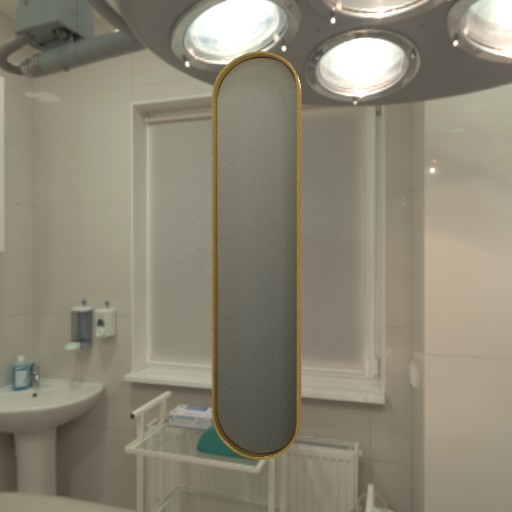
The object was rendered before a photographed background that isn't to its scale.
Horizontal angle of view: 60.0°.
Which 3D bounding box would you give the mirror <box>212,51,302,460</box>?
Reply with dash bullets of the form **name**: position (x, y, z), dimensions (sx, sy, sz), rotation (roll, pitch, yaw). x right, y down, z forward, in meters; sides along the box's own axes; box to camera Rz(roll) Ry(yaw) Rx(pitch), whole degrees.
- **mirror**: position (0.000, 0.000, 1.091), dimensions (0.222, 0.991, 0.032), rotation (0, 0, 17)
